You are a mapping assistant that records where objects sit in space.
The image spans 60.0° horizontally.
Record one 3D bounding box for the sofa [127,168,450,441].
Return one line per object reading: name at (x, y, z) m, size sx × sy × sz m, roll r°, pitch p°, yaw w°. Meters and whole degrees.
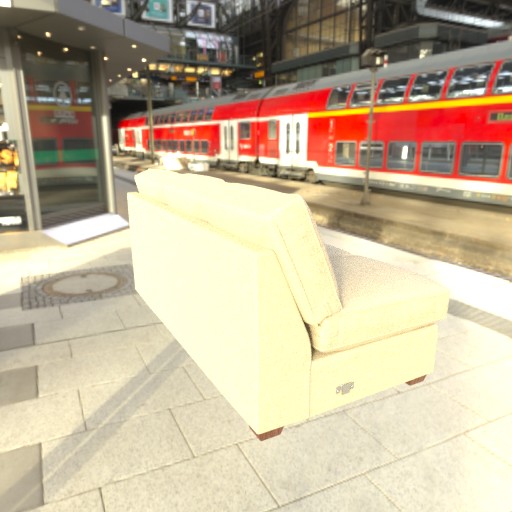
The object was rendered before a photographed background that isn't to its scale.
sofa at (0.000, 0.000, 2.601) m, size 1.027 × 0.973 × 1.962 m, roll -8°, pitch 17°, yaw -27°
